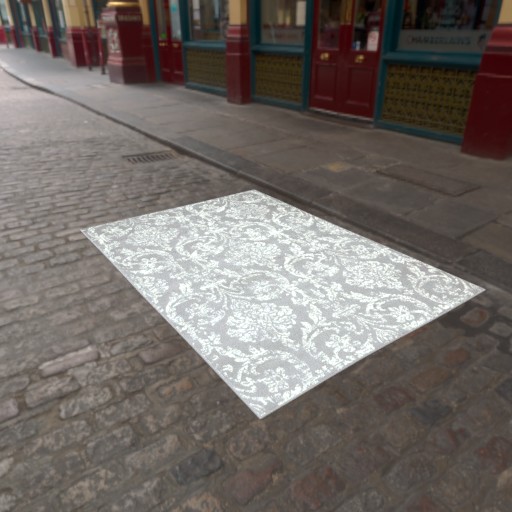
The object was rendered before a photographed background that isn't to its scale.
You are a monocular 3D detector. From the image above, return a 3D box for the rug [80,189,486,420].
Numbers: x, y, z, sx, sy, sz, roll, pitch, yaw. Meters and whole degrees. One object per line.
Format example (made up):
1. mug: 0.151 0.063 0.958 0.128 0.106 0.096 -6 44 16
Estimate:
1. rug: 0.000 0.000 2.859 1.578 0.014 2.206 -18 32 -32
